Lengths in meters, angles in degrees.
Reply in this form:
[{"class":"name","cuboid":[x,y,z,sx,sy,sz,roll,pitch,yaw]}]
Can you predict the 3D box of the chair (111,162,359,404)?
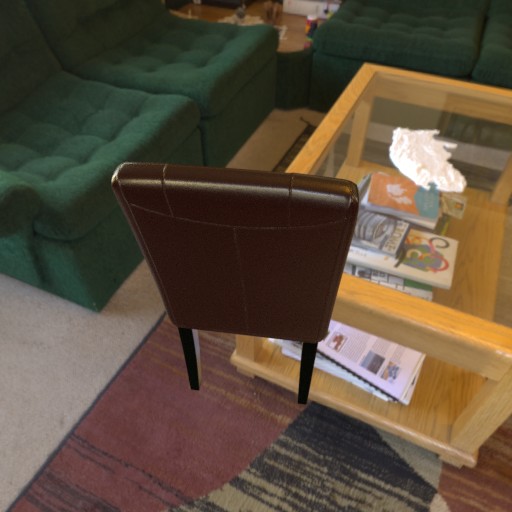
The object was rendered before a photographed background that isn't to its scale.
[{"class":"chair","cuboid":[0.000,0.000,1.176,0.399,0.897,0.556,6,46,5]}]
